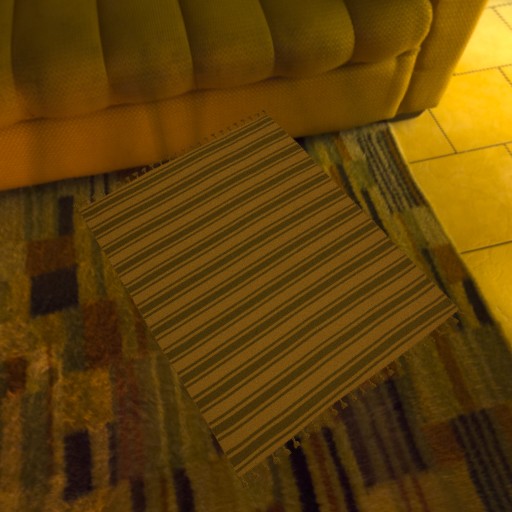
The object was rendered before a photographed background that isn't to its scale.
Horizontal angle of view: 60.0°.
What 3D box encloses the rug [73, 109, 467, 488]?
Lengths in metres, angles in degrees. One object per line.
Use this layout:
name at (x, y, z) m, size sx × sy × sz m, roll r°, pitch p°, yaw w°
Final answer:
rug at (0.000, 0.000, 4.299) m, size 2.439 × 0.005 × 3.201 m, roll -31°, pitch 66°, yaw -16°
